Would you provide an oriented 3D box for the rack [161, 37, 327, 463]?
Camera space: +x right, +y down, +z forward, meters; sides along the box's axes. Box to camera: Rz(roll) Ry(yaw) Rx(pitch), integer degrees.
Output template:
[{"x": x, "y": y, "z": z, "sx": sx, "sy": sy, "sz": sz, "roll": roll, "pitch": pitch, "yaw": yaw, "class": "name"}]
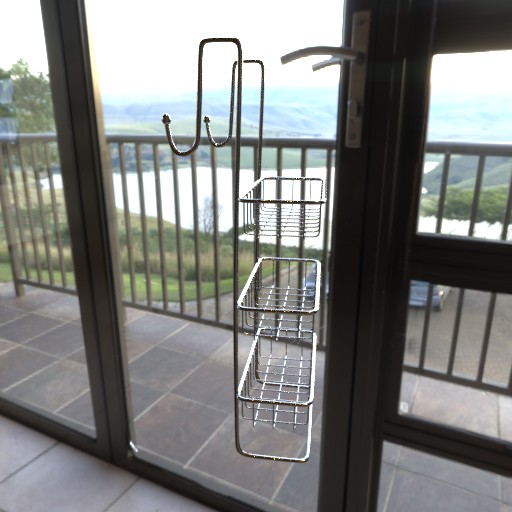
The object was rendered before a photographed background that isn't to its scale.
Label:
[{"x": 0.000, "y": 0.000, "z": 0.673, "sx": 0.202, "sy": 0.574, "sz": 0.228, "roll": 3, "pitch": 17, "yaw": 8, "class": "rack"}]
